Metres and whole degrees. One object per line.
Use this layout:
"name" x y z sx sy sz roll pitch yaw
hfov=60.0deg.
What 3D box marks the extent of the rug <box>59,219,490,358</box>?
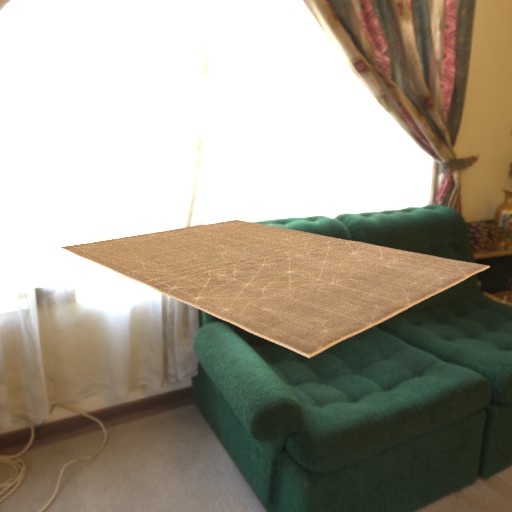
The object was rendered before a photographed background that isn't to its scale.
"rug" 0.000 0.000 4.217 2.449 0.019 3.357 -13 19 -42
